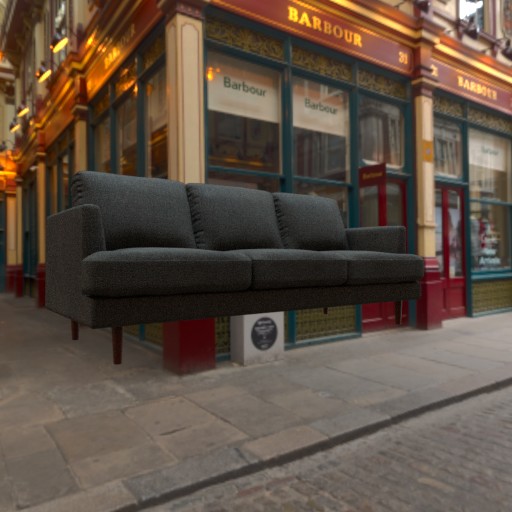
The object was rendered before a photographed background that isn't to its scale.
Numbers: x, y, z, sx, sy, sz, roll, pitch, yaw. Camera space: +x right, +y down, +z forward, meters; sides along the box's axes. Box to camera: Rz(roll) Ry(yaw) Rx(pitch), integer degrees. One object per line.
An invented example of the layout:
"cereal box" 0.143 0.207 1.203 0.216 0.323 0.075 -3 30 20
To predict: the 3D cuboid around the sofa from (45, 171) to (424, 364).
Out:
"sofa" 0.000 0.000 2.729 2.246 0.930 0.903 0 0 -36
